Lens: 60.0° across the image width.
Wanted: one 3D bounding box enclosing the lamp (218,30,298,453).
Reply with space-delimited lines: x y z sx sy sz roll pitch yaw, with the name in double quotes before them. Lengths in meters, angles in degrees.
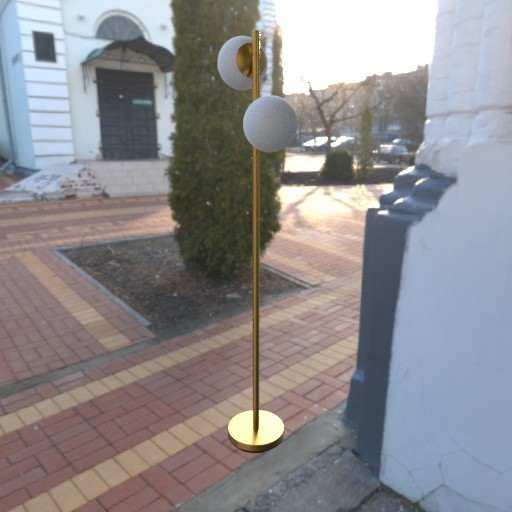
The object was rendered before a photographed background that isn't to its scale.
"lamp" 0.000 0.000 1.763 0.249 1.641 0.419 -7 16 -25
